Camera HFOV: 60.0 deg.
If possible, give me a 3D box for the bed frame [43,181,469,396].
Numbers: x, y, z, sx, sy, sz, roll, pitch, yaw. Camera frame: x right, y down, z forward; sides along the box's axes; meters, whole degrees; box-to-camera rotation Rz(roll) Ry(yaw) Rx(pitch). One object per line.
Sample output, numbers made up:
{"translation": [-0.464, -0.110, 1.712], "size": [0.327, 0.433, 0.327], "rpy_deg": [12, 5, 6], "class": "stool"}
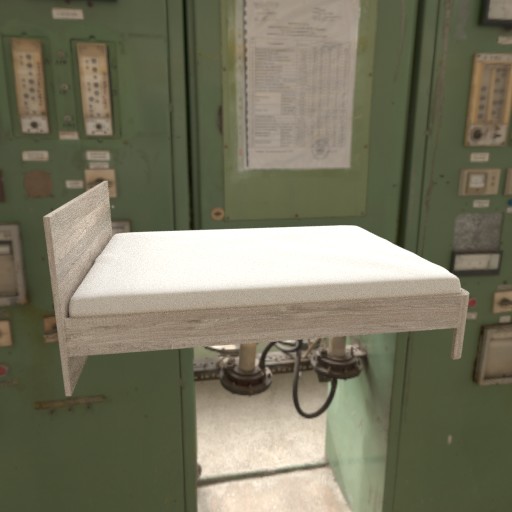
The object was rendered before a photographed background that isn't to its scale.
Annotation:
{"translation": [0.000, 0.000, 2.715], "size": [1.950, 0.800, 1.490], "rpy_deg": [-2, 15, -9], "class": "bed frame"}
